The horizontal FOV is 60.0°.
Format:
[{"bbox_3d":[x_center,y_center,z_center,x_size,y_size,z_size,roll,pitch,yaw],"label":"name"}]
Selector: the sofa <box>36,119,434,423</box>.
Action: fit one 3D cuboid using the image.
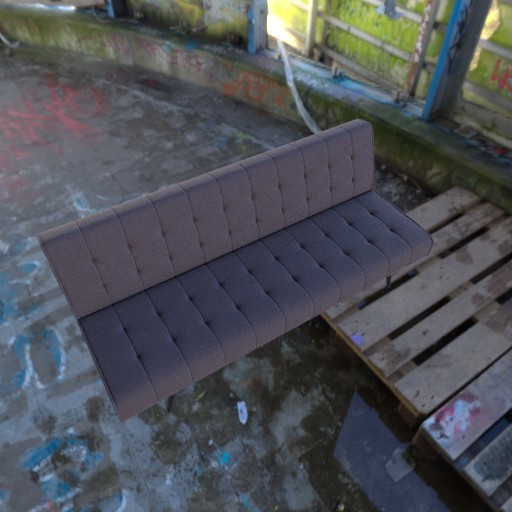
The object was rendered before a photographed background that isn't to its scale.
[{"bbox_3d":[0.000,0.000,2.151,1.703,0.699,0.747,-25,51,-21],"label":"sofa"}]
